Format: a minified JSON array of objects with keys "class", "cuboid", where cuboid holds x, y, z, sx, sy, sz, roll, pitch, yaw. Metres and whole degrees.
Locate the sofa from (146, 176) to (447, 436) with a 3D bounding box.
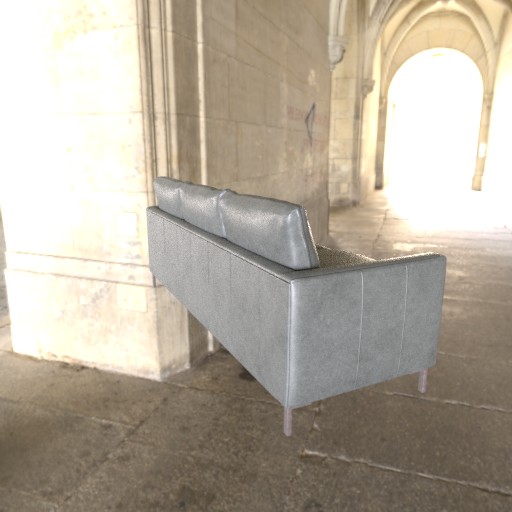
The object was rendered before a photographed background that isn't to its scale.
[{"class":"sofa","cuboid":[0.000,0.000,2.449,0.748,0.805,2.029,-7,15,-26]}]
